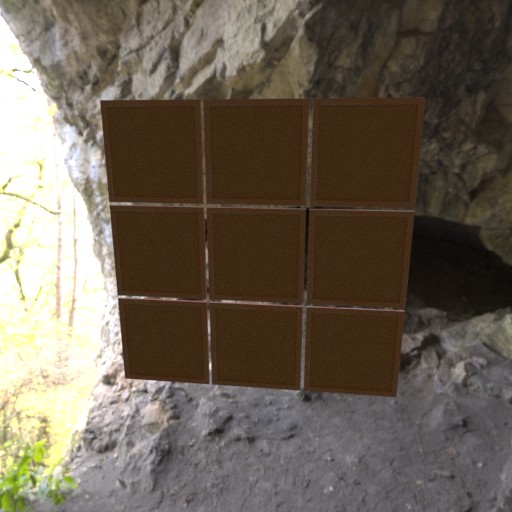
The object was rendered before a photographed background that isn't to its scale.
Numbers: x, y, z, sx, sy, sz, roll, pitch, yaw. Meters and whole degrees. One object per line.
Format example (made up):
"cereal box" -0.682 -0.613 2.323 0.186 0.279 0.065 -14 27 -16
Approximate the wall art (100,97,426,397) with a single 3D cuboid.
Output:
"wall art" 0.000 0.000 2.268 1.521 1.519 0.013 2 16 7
